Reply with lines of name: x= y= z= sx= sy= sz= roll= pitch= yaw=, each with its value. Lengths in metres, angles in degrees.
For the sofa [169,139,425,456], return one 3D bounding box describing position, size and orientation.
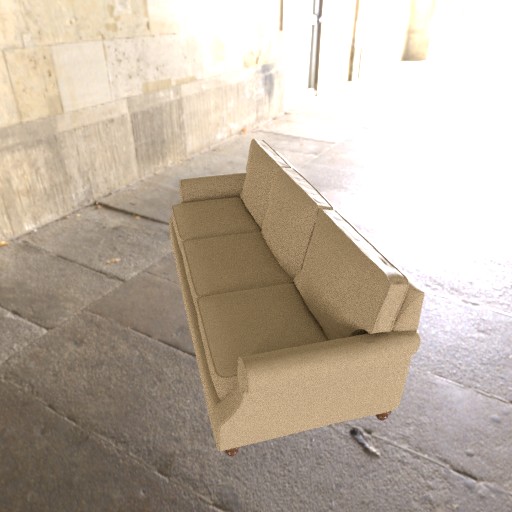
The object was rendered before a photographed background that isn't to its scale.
sofa: x=0.000 y=0.000 z=2.863 sx=0.966 sy=0.948 sz=2.354 roll=-8 pitch=31 yaw=-13
